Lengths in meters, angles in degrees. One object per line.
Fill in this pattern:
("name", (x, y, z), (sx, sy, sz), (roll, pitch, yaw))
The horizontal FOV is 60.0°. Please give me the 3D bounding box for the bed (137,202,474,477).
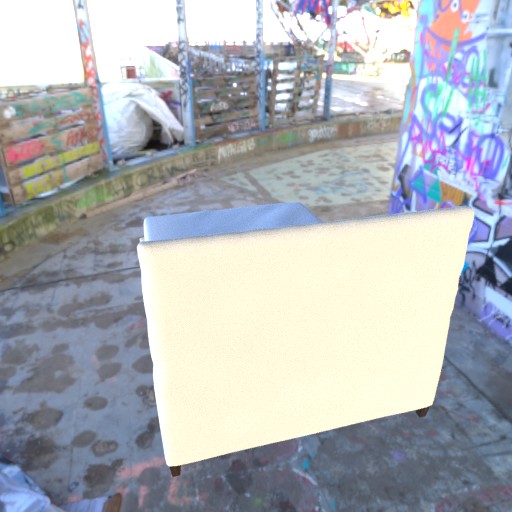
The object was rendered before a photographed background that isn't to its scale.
("bed", (0.000, 0.000, 3.366), (1.698, 1.427, 2.387), (-7, 27, -14))
